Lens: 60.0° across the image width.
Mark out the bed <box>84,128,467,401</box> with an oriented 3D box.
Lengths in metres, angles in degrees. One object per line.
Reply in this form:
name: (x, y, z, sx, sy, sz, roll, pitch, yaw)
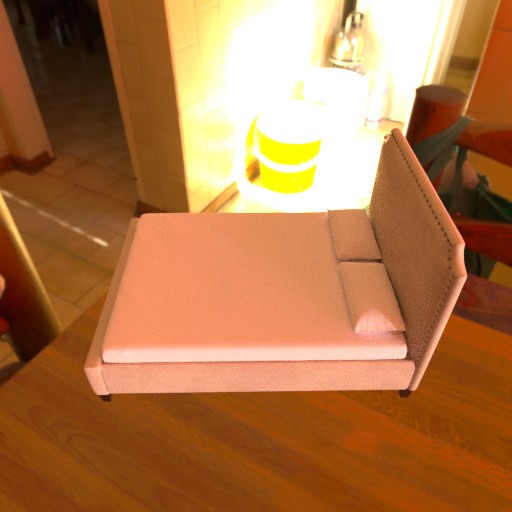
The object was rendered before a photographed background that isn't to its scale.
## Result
bed: (0.000, 0.000, 3.454, 2.372, 1.443, 1.712, -1, 42, -1)
